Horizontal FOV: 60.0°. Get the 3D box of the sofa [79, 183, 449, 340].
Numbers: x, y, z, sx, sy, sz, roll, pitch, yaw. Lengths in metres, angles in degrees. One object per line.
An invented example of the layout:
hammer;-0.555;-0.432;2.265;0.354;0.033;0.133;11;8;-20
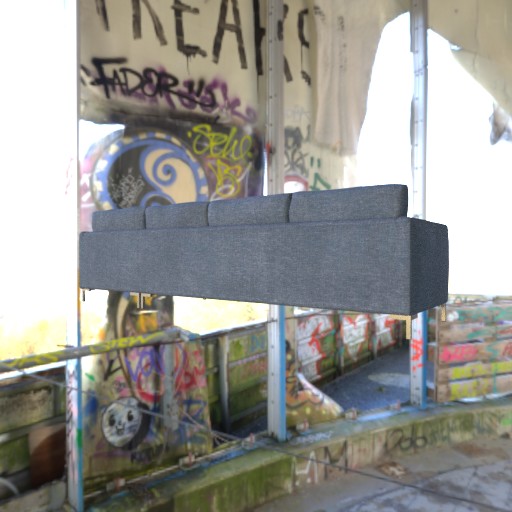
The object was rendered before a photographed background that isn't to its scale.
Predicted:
sofa;0.000;0.000;3.569;2.932;0.810;1.350;0;1;36
